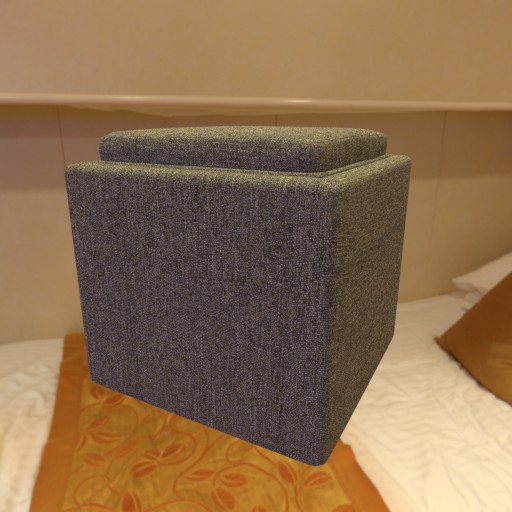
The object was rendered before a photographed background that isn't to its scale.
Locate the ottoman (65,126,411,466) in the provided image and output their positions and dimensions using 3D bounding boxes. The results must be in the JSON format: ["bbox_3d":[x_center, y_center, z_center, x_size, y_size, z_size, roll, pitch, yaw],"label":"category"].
[{"bbox_3d":[0.000,0.000,0.820,0.450,0.460,0.450,9,19,27],"label":"ottoman"}]
